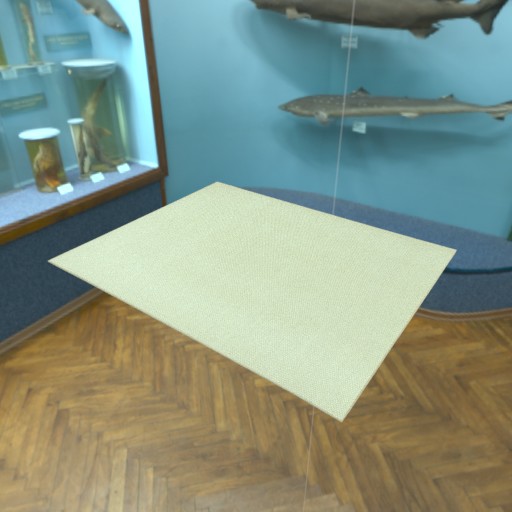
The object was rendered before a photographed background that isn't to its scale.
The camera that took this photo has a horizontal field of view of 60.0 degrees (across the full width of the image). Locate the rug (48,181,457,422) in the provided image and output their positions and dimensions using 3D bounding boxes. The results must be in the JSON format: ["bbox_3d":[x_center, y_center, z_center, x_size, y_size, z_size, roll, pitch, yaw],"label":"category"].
[{"bbox_3d":[0.000,0.000,4.216,3.039,0.018,2.462,21,37,30],"label":"rug"}]
